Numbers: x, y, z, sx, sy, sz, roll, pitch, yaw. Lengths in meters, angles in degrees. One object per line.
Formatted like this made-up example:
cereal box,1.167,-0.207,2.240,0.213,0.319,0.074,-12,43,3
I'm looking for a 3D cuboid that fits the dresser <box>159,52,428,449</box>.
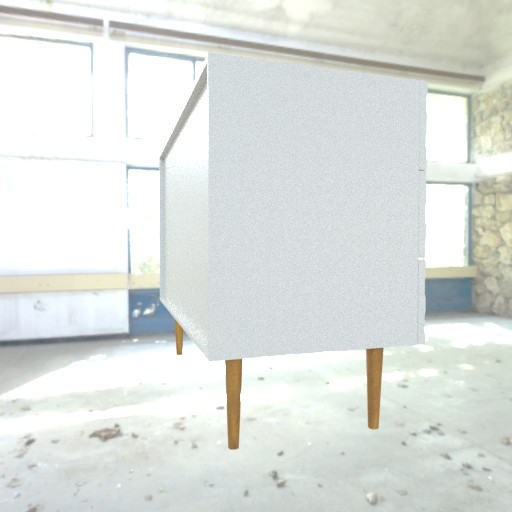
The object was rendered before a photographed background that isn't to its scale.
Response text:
dresser,0.000,0.000,1.266,0.457,0.721,0.905,0,1,-18
